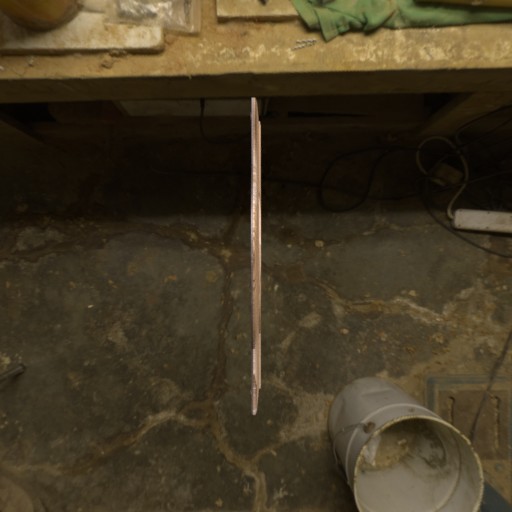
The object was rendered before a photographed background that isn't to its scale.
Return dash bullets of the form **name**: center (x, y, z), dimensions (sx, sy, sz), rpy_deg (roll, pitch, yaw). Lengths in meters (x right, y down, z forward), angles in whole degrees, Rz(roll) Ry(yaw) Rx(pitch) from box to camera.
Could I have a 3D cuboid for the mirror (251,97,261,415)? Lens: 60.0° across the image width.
- **mirror**: center (0.000, 0.000, 1.037), dimensions (0.019, 0.686, 0.686), rpy_deg (0, 90, 0)
